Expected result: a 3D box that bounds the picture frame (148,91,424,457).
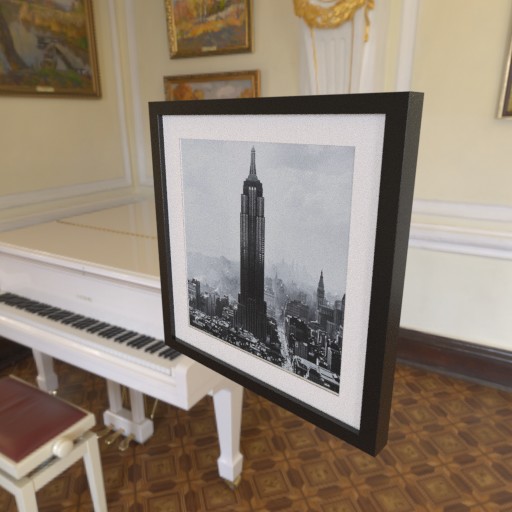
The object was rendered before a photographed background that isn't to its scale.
[{"bbox_3d":[0.000,0.000,0.526,0.355,0.353,0.029,15,23,40],"label":"picture frame"}]
